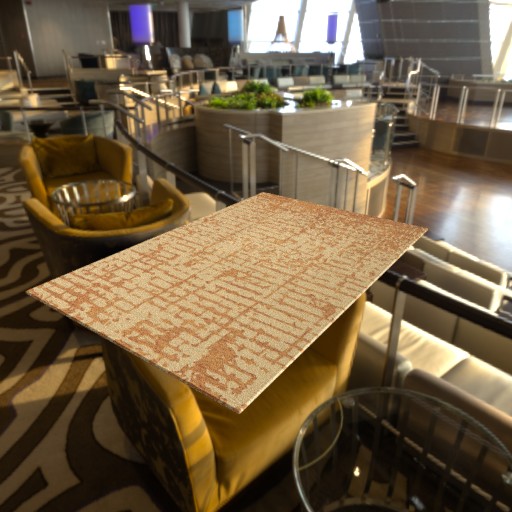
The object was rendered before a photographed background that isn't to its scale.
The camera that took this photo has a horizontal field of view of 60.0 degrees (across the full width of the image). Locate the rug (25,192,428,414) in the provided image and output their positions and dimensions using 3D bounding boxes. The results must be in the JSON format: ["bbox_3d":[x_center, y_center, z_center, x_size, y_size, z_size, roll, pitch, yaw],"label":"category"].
[{"bbox_3d":[0.000,0.000,2.318,1.219,0.011,1.829,18,31,32],"label":"rug"}]
